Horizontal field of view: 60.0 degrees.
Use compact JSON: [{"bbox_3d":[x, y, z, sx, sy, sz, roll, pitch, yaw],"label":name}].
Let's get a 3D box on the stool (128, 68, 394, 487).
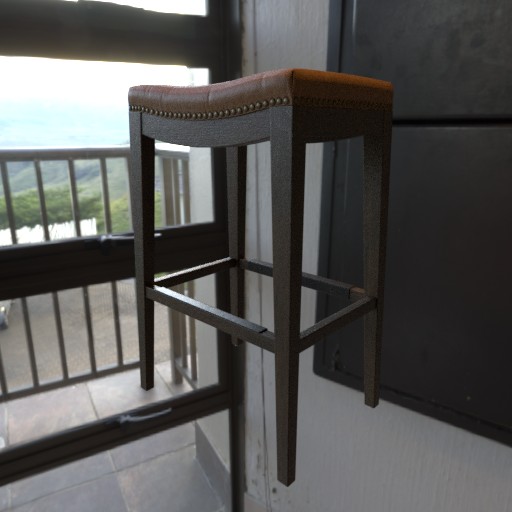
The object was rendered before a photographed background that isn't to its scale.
[{"bbox_3d":[0.000,0.000,1.034,0.500,0.759,0.361,15,22,41],"label":"stool"}]
